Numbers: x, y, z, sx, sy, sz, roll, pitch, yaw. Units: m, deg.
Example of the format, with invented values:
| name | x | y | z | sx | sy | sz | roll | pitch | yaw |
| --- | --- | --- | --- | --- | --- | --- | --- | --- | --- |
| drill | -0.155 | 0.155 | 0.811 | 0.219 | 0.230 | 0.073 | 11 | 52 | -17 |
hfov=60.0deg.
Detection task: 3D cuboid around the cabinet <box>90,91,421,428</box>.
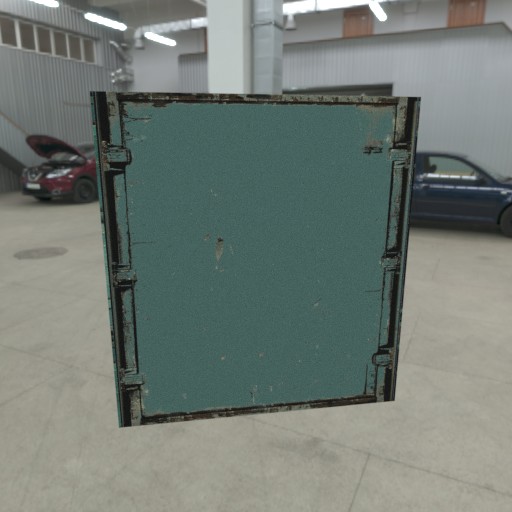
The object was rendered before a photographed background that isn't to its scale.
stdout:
| name | x | y | z | sx | sy | sz | roll | pitch | yaw |
| --- | --- | --- | --- | --- | --- | --- | --- | --- | --- |
| cabinet | 0.000 | 0.000 | 3.231 | 2.000 | 2.160 | 0.680 | -2 | 14 | -9 |
